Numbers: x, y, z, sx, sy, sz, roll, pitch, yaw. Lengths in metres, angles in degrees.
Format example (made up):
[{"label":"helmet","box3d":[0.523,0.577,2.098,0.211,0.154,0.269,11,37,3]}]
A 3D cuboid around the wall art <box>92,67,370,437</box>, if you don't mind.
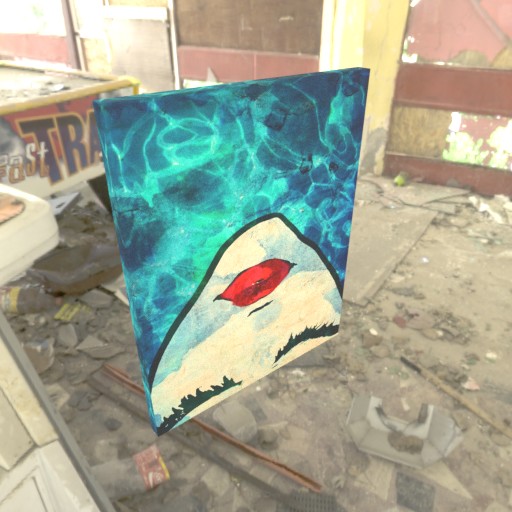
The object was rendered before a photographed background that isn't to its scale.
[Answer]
[{"label":"wall art","box3d":[0.000,0.000,1.026,0.609,0.760,0.038,-21,37,-31]}]
